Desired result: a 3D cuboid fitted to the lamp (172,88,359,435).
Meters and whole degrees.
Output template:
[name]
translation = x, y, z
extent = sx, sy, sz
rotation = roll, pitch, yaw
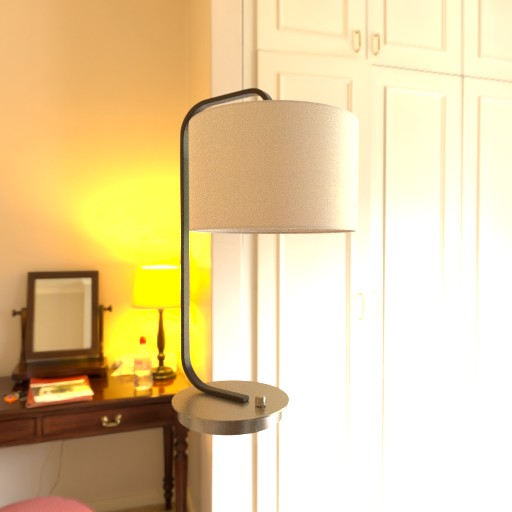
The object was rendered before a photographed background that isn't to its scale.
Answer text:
[lamp]
translation = 0.000, 0.000, 0.632
extent = 0.288, 0.473, 0.230
rotation = 1, 2, 35
